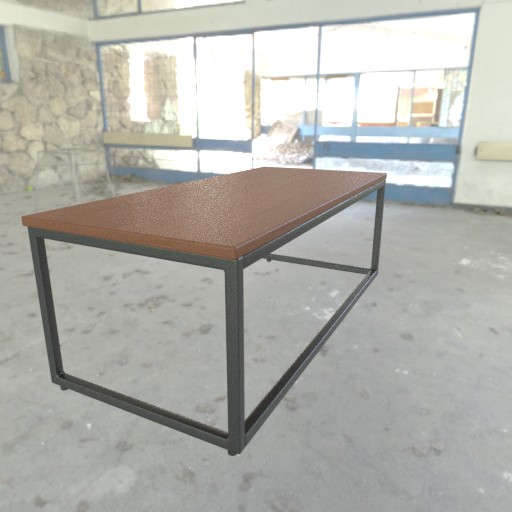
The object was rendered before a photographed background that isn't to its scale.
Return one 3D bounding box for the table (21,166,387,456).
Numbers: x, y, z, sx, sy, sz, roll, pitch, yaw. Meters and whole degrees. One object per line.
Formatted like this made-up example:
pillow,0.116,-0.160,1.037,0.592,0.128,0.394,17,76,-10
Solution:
table,0.000,0.000,1.310,0.500,0.400,1.100,9,19,26
